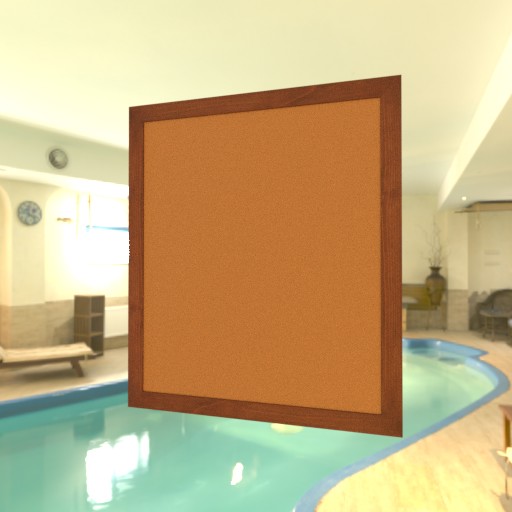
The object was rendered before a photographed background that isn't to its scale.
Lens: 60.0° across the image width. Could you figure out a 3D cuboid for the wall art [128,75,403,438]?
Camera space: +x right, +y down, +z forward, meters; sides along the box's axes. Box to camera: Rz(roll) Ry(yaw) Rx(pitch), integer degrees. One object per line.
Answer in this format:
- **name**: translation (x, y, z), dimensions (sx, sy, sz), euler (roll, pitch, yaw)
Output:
- **wall art**: translation (0.000, 0.000, 0.528), dimensions (0.330, 0.381, 0.030), euler (0, -1, 17)
